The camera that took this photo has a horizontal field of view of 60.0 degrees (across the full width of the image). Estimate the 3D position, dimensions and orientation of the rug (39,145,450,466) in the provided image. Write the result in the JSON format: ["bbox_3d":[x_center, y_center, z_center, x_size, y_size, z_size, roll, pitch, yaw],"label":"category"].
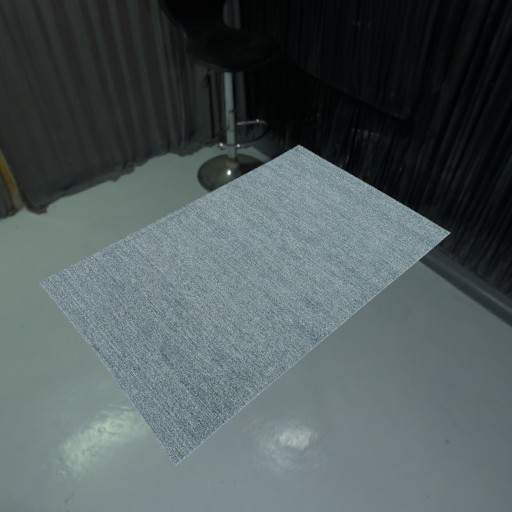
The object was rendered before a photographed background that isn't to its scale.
[{"bbox_3d":[0.000,0.000,2.329,1.853,0.022,1.174,-33,55,-27],"label":"rug"}]
